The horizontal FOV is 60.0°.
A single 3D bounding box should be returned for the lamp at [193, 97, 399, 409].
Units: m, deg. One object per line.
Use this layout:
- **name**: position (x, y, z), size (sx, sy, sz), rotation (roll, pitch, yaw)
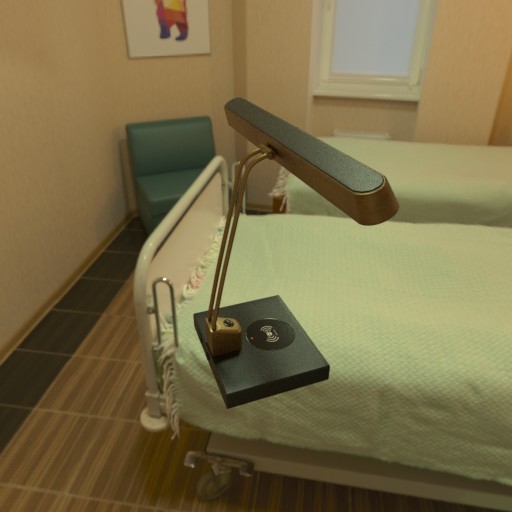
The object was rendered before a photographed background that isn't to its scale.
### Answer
- **lamp**: position (0.000, 0.000, 0.605), size (0.156, 0.345, 0.412), rotation (-11, 32, -18)
